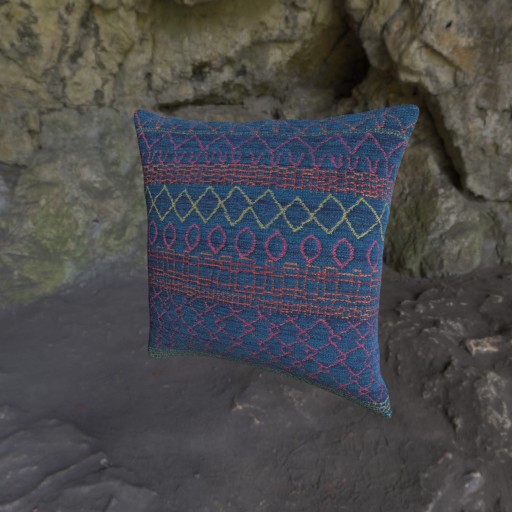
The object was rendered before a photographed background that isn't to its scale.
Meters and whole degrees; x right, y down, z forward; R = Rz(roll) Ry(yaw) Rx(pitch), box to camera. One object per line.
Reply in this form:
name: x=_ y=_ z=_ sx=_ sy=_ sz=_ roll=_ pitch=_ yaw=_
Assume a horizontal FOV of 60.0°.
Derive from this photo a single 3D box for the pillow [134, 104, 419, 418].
pillow: x=0.000 y=0.000 z=0.667 sx=0.431 sy=0.431 sz=0.141 roll=7 pitch=16 yaw=25
